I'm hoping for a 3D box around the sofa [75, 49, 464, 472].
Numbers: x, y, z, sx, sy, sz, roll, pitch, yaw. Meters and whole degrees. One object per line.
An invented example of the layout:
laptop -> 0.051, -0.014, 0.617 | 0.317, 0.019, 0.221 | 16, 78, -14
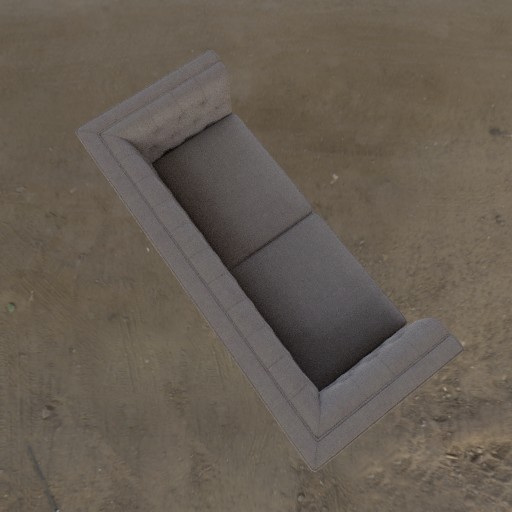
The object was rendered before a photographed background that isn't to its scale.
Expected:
sofa -> 0.000, 0.000, 2.249 | 0.775, 0.762, 1.778 | -35, 77, -9
